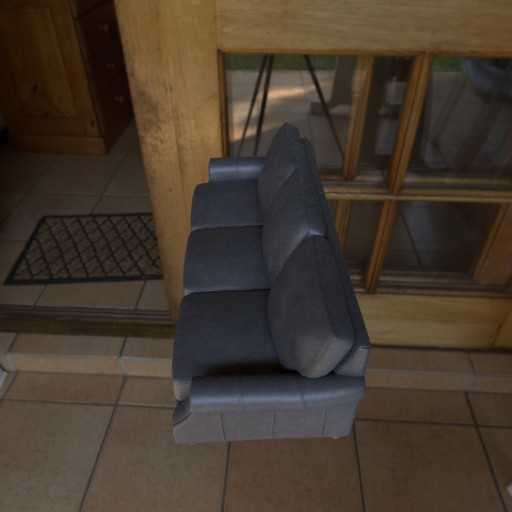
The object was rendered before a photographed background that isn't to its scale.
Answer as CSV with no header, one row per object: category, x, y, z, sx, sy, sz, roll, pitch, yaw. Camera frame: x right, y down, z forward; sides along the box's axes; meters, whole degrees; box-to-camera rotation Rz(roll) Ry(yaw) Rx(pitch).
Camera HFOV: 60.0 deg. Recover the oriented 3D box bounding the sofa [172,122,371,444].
sofa,0.000,0.000,2.986,0.974,0.977,2.387,-2,40,-2
